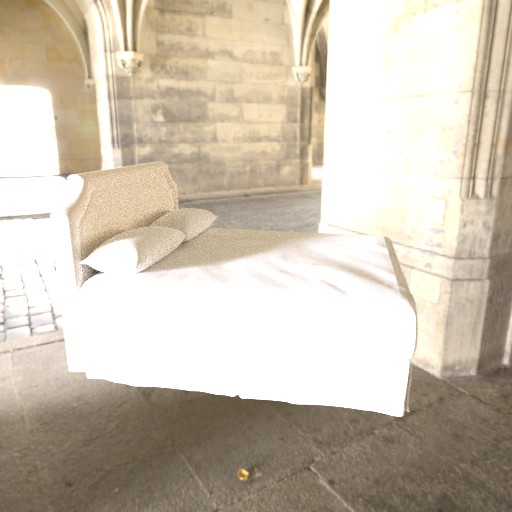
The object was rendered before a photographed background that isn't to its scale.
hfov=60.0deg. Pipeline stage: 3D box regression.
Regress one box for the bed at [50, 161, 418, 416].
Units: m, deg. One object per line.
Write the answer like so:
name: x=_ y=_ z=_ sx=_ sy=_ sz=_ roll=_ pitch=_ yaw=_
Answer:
bed: x=0.000 y=0.000 z=3.942 sx=2.548 sy=1.524 sz=2.134 roll=3 pitch=16 yaw=12
